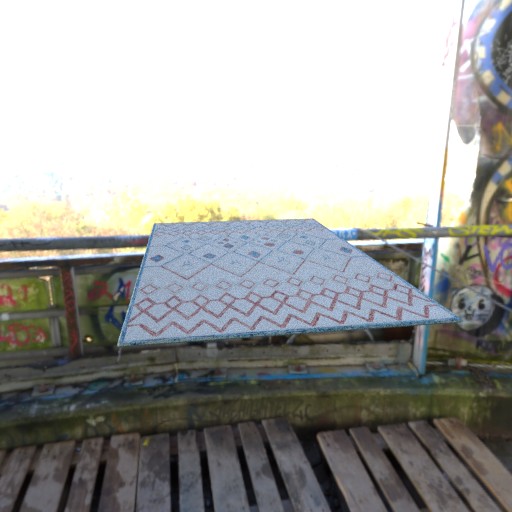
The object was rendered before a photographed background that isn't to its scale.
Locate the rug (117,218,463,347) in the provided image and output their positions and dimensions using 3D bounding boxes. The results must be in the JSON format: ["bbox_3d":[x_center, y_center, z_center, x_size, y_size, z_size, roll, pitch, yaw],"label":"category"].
[{"bbox_3d":[0.000,0.000,3.057,1.524,0.015,2.438,-3,16,-9],"label":"rug"}]
